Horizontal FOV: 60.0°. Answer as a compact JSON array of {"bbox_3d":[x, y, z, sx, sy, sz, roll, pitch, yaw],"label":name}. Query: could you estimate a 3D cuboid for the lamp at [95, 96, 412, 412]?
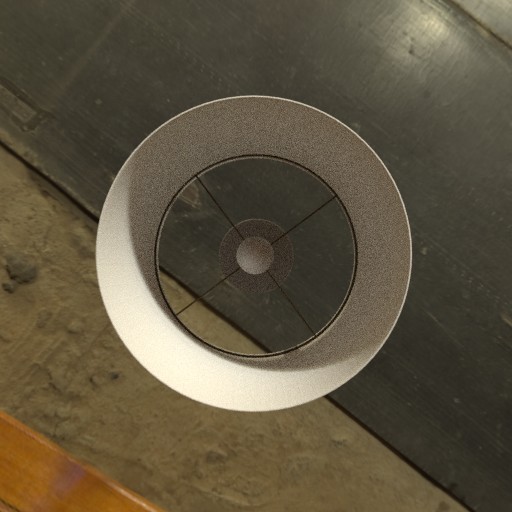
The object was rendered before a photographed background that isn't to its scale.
[{"bbox_3d":[0.000,0.000,0.510,0.229,0.380,0.229,0,89,1],"label":"lamp"}]
